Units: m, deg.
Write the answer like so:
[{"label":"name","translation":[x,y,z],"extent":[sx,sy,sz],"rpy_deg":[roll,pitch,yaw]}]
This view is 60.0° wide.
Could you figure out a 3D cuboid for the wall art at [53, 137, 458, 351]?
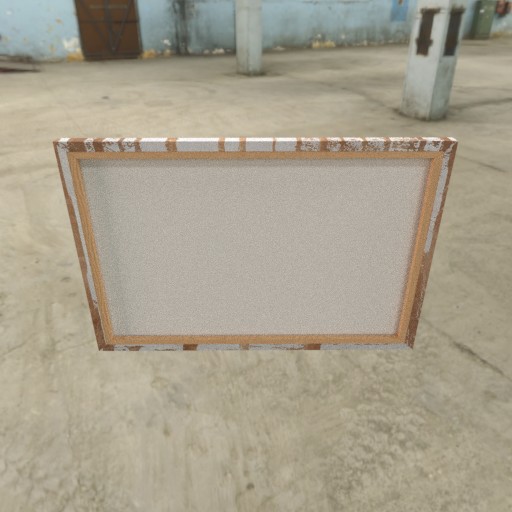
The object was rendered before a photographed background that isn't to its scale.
[{"label":"wall art","translation":[0.000,0.000,1.160],"extent":[0.914,0.609,0.035],"rpy_deg":[0,29,0]}]
